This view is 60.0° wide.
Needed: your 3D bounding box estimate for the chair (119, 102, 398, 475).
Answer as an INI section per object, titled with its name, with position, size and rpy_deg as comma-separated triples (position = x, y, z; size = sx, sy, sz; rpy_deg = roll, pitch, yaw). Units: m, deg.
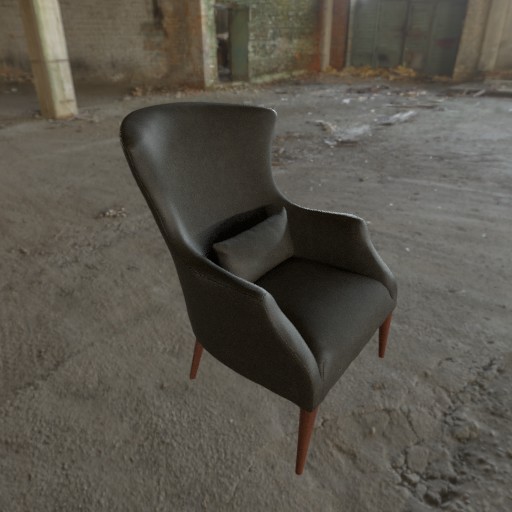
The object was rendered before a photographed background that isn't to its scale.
[chair]
position = 0.000, 0.000, 1.747
size = 0.954, 1.068, 0.819
rpy_deg = 18, 32, 31
